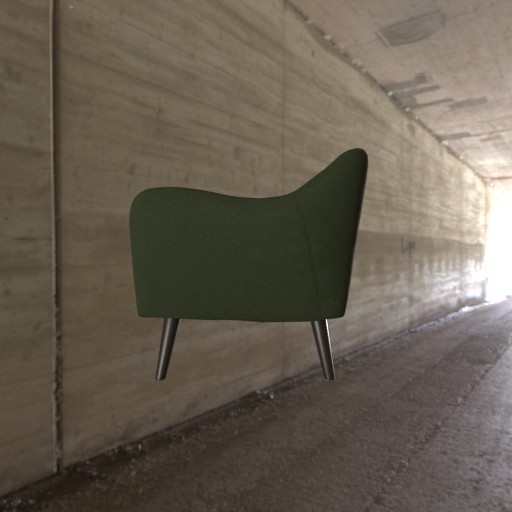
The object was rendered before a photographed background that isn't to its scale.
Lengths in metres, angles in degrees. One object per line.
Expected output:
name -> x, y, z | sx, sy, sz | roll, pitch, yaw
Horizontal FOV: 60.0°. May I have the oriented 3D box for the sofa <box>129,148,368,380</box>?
sofa -> 0.000, 0.000, 2.304 | 0.820, 0.836, 1.840 | 0, 1, 1
